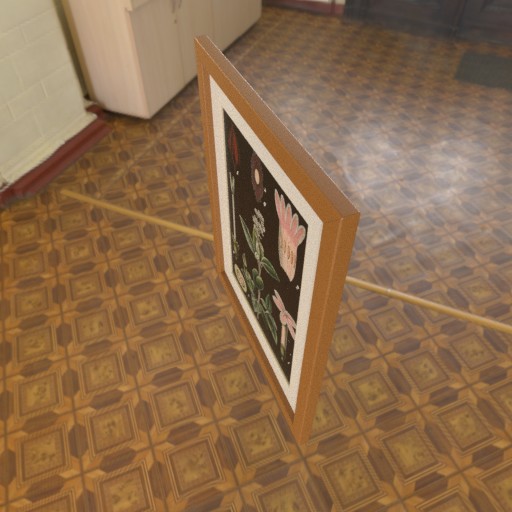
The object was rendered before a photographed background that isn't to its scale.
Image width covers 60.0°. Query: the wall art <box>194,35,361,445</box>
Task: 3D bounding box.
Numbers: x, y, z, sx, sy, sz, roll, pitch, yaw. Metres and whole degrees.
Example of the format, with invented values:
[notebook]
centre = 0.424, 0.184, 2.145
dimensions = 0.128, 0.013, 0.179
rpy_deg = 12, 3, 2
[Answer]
[wall art]
centre = 0.000, 0.000, 0.510
dimensions = 0.015, 0.379, 0.310
rpy_deg = -17, 49, -15
